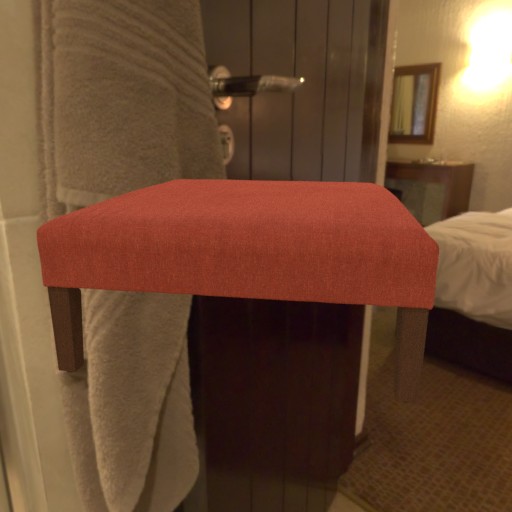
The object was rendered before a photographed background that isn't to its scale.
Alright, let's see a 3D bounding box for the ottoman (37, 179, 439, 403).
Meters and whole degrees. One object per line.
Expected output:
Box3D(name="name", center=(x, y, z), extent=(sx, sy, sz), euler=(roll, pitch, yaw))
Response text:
Box3D(name="ottoman", center=(0.000, 0.000, 1.408), extent=(0.889, 0.411, 0.890), euler=(3, 16, 9))
